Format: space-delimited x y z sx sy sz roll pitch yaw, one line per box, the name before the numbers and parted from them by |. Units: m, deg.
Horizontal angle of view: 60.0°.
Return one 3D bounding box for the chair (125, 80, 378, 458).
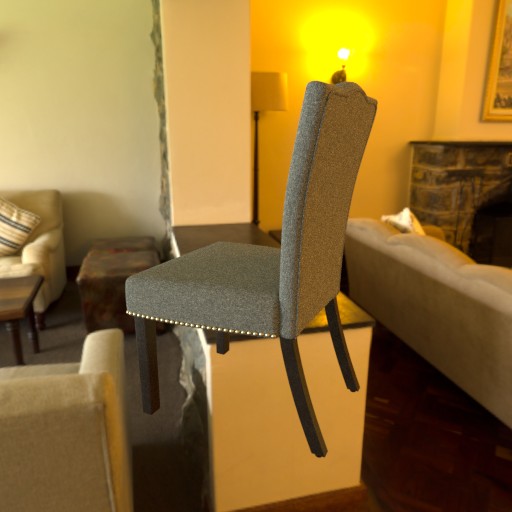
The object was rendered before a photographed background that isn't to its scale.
chair | 0.000 0.000 1.320 0.589 0.946 0.518 8 17 26
